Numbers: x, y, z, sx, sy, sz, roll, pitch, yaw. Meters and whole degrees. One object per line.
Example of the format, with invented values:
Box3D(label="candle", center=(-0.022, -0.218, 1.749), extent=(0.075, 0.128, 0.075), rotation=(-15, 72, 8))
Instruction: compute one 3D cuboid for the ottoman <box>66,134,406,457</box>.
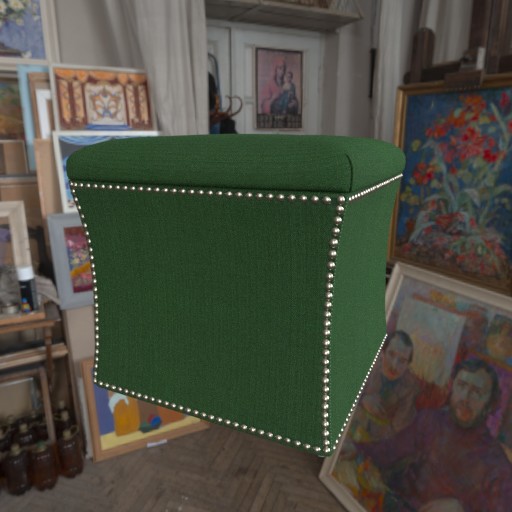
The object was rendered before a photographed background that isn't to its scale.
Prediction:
Box3D(label="ottoman", center=(0.000, 0.000, 0.895), extent=(0.507, 0.475, 0.497), rotation=(7, 16, 25))
